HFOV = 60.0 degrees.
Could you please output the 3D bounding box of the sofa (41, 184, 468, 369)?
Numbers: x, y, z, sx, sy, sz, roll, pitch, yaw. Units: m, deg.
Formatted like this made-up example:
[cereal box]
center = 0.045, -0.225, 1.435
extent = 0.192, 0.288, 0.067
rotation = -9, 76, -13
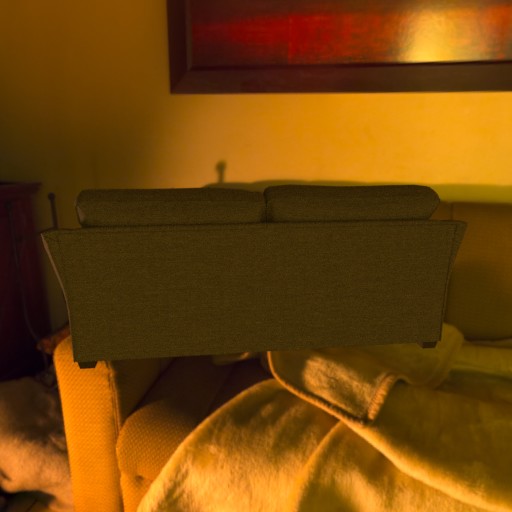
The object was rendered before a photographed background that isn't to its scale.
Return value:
[sofa]
center = 0.000, 0.000, 2.812
extent = 2.270, 0.950, 0.971
rotation = -2, 15, -7
